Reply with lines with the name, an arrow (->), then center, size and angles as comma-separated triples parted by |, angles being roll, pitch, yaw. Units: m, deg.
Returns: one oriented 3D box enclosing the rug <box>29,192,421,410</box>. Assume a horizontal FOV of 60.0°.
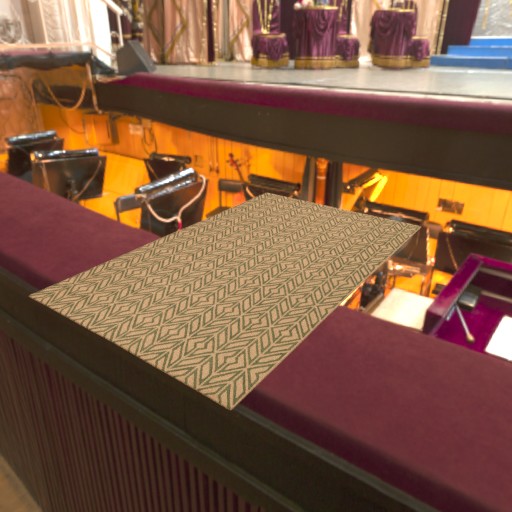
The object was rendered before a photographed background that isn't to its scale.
rug -> 0.000, 0.000, 3.073 | 1.517, 0.011, 2.435 | 18, 31, 32
